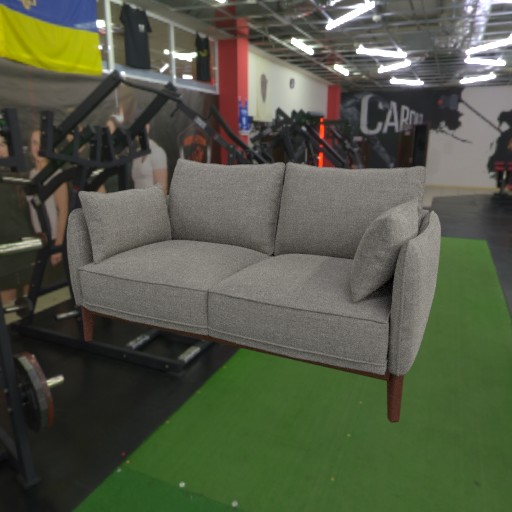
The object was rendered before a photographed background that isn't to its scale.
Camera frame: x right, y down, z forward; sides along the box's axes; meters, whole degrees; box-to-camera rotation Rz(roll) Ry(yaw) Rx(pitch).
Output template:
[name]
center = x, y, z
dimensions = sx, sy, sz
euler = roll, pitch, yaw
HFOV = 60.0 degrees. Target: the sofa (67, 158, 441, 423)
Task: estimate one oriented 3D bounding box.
[sofa]
center = 0.000, 0.000, 2.106
dimensions = 1.580, 0.851, 0.972
euler = 7, 17, 25
